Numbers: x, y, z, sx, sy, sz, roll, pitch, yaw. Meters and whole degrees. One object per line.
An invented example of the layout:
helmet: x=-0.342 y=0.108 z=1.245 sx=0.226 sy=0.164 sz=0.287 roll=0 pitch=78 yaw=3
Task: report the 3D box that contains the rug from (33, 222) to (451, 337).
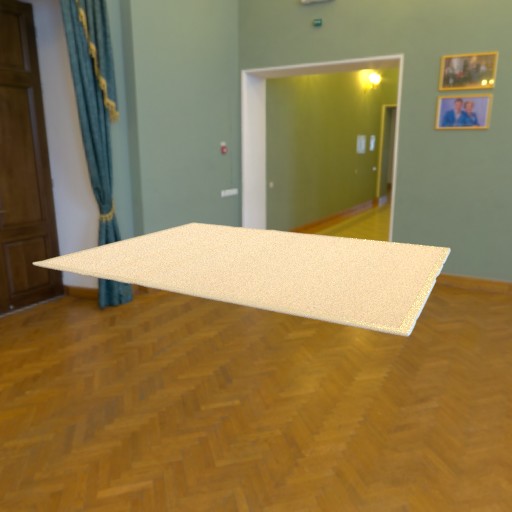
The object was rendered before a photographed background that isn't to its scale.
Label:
rug: x=0.000 y=0.000 z=4.794 sx=3.659 sy=0.037 sz=2.734 roll=7 pitch=16 yaw=27
